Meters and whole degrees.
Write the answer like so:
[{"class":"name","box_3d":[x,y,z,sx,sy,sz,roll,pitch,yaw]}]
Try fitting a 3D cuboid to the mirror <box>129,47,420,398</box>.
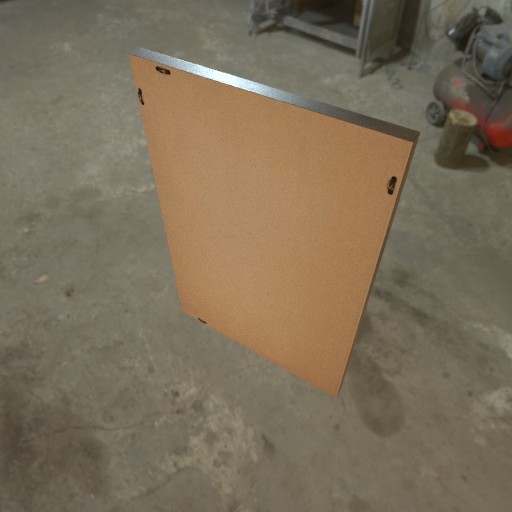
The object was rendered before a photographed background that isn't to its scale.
[{"class":"mirror","box_3d":[0.000,0.000,1.156,0.609,0.915,0.041,25,52,21]}]
